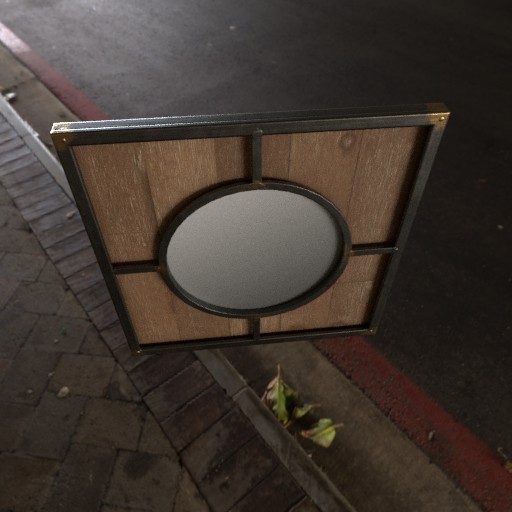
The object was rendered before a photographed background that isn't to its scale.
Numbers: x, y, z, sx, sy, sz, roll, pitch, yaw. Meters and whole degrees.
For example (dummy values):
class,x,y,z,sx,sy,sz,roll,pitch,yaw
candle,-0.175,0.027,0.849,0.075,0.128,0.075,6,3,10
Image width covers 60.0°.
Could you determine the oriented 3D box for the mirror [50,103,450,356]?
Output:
class,x,y,z,sx,sy,sz,roll,pitch,yaw
mirror,0.000,0.000,0.562,0.382,0.381,0.020,-4,46,-4
